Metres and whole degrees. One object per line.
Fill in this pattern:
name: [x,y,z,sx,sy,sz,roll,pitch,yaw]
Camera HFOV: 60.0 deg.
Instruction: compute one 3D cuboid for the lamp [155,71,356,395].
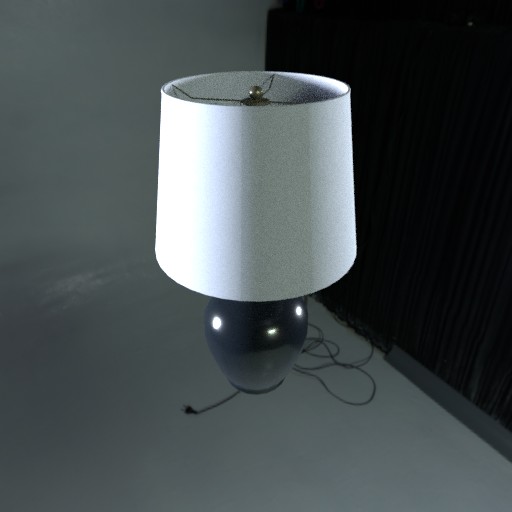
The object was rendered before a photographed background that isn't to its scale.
lamp: [0.000,0.000,0.549,0.239,0.399,0.239,0,31,0]
